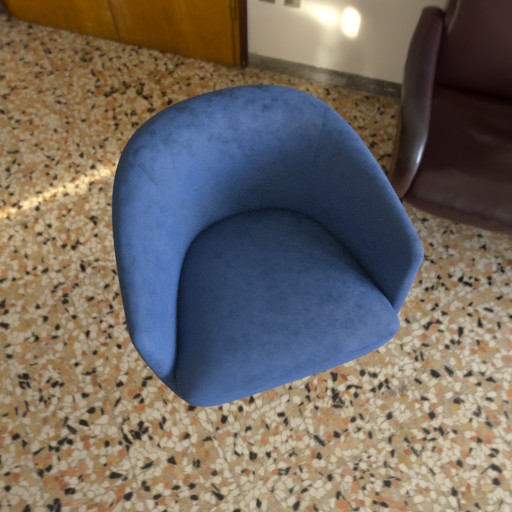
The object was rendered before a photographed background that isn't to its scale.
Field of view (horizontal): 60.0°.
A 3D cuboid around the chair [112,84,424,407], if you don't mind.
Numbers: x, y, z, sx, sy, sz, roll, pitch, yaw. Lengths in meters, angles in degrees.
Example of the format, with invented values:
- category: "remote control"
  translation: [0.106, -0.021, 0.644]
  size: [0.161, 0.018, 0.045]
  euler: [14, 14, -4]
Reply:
- category: "chair"
  translation: [0.000, 0.000, 1.388]
  size: [0.773, 0.698, 0.767]
  euler: [-16, 64, -8]
